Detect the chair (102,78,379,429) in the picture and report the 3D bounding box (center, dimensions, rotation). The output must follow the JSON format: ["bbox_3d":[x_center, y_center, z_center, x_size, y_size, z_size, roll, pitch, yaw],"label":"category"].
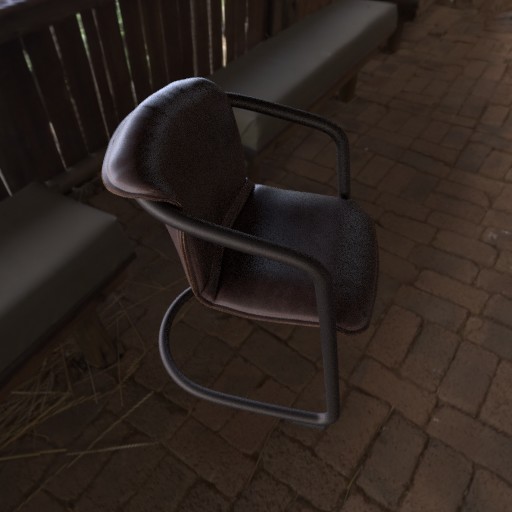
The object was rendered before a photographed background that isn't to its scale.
[{"bbox_3d":[0.000,0.000,1.229,0.664,0.836,0.536,9,47,8],"label":"chair"}]
